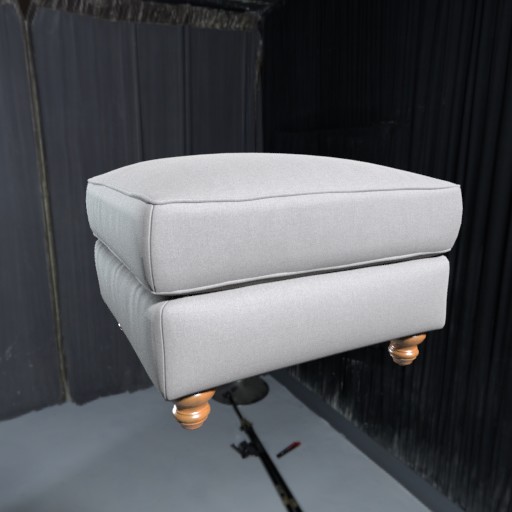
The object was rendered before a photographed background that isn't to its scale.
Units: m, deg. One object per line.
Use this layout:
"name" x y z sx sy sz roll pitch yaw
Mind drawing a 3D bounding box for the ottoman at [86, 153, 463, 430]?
"ottoman" 0.000 0.000 1.115 0.721 0.505 0.662 -7 15 -27
